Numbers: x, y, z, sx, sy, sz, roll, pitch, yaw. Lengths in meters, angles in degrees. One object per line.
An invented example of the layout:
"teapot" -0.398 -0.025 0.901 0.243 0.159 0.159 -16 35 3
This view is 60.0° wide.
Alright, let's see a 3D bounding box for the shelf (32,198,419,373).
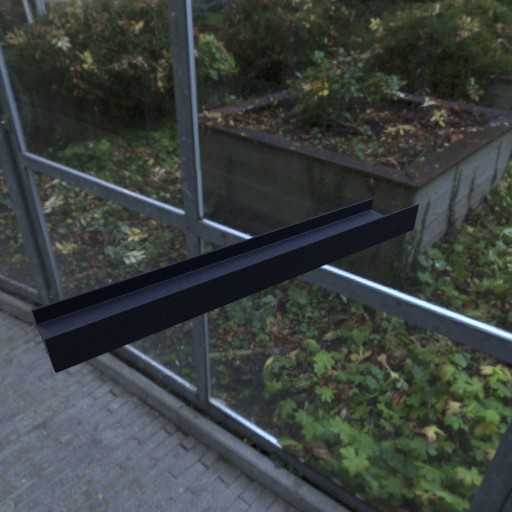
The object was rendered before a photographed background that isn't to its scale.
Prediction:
"shelf" 0.000 0.000 0.660 0.605 0.053 0.102 -19 36 -29
